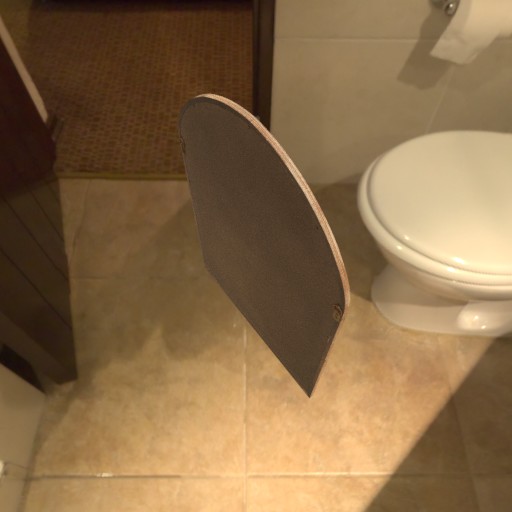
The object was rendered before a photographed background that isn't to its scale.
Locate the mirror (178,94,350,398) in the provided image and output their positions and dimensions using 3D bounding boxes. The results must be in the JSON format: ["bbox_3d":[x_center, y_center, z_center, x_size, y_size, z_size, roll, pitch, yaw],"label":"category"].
[{"bbox_3d":[0.000,0.000,1.163,0.032,0.915,0.609,-33,64,-18],"label":"mirror"}]
